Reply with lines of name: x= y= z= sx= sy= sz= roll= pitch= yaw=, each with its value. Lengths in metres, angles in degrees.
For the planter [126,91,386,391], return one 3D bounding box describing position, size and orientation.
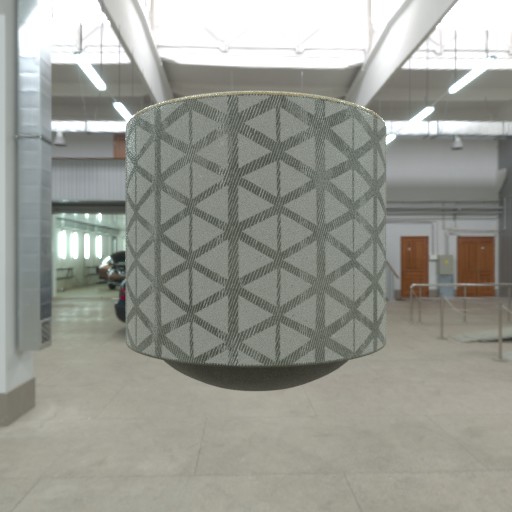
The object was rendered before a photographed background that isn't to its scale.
planter: x=0.000 y=0.000 z=0.443 sx=0.250 sy=0.239 sz=0.250 roll=0 pitch=0 yaw=0
